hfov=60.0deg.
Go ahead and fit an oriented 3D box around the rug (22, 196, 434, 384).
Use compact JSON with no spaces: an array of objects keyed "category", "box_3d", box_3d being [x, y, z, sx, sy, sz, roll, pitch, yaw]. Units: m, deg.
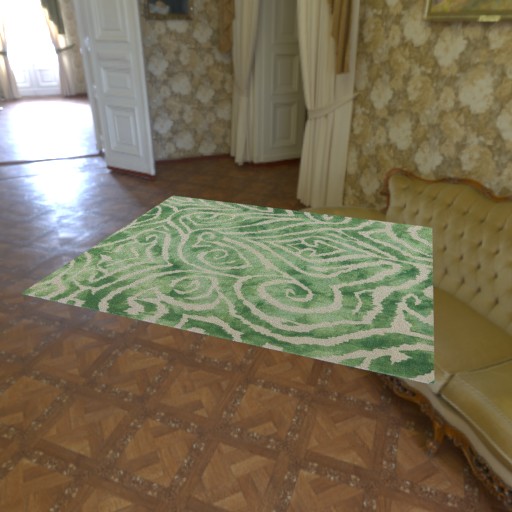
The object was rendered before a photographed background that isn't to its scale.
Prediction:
[{"category":"rug","box_3d":[0.000,0.000,4.050,3.045,0.007,2.436,9,28,17]}]
